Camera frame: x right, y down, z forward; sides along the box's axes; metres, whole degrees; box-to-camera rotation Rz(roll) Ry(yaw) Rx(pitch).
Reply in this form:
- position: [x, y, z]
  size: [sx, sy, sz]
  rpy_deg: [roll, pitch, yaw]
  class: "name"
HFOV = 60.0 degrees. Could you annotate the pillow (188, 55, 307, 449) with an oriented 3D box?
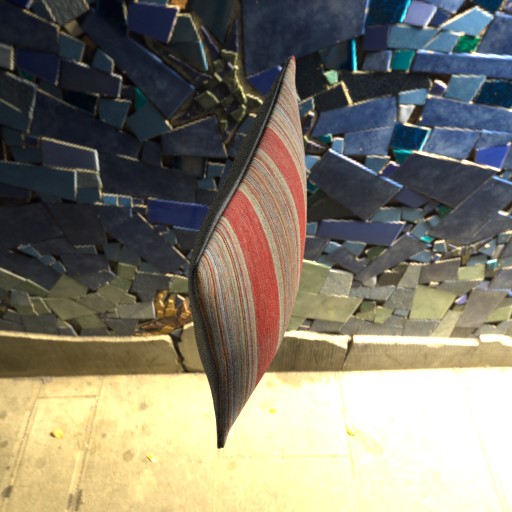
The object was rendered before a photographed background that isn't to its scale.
- position: [0.000, 0.000, 0.659]
  size: [0.136, 0.419, 0.437]
  rpy_deg: [11, 49, 9]
  class: "pillow"
